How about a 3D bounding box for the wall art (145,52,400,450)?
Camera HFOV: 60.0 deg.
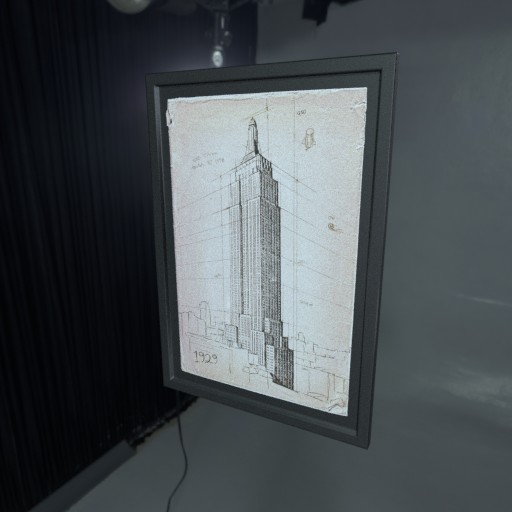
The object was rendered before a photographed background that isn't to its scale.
[{"bbox_3d":[0.000,0.000,0.540,0.303,0.431,0.013,8,16,27],"label":"wall art"}]
